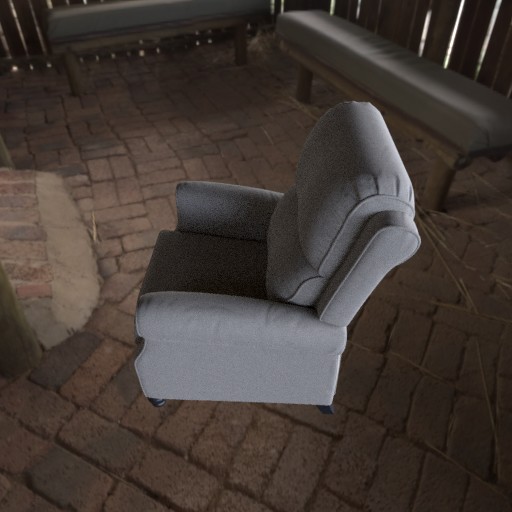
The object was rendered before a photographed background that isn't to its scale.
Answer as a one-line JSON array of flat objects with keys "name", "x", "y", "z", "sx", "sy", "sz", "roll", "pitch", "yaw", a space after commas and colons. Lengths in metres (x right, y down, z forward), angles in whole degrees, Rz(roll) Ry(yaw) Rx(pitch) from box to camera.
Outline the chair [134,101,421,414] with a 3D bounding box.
[{"name": "chair", "x": 0.000, "y": 0.000, "z": 1.744, "sx": 0.919, "sy": 1.046, "sz": 0.859, "roll": 1, "pitch": 40, "yaw": 2}]
